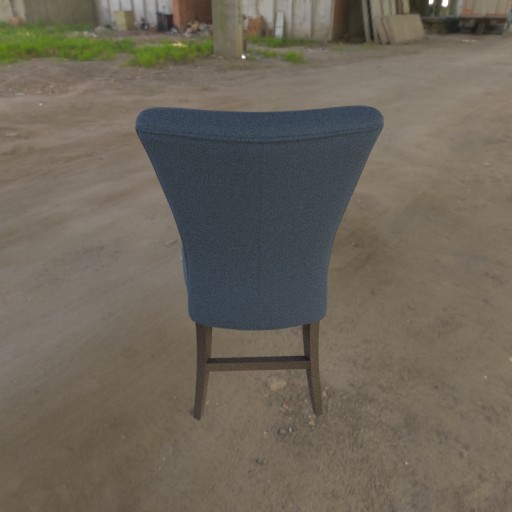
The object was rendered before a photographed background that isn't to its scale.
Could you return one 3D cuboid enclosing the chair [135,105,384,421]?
[{"bbox_3d":[0.000,0.000,1.374,0.520,0.991,0.660,-1,30,-2],"label":"chair"}]
